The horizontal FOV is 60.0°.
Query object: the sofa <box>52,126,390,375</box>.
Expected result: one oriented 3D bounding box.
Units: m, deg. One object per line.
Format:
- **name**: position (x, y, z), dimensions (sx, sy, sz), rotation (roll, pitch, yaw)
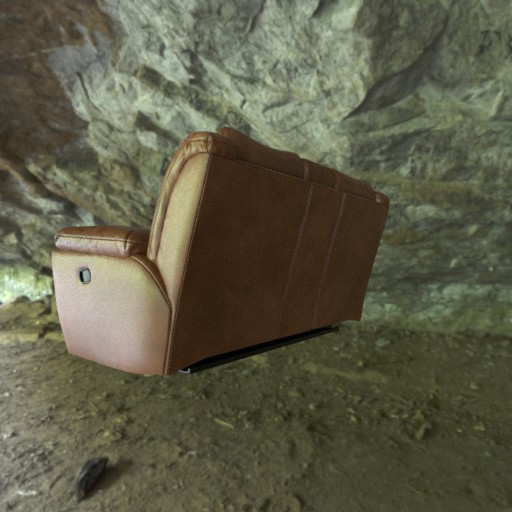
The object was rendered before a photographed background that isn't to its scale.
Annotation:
- **sofa**: position (0.000, 0.000, 2.637), dimensions (0.991, 1.043, 2.058), rotation (-1, -1, 35)
